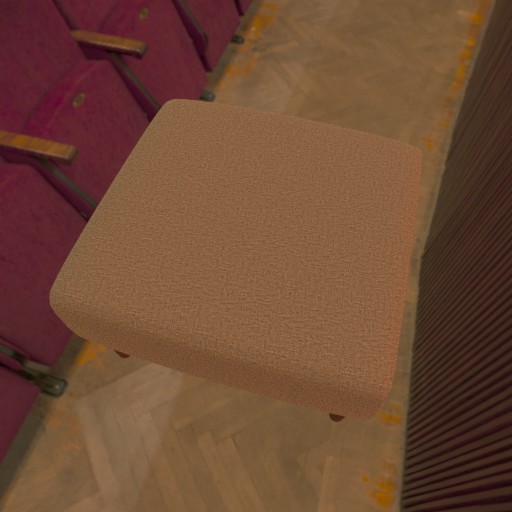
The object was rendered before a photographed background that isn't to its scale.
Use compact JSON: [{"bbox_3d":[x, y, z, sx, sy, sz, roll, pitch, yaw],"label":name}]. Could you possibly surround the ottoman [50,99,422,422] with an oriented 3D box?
[{"bbox_3d":[0.000,0.000,1.069,0.650,0.398,0.649,14,58,9],"label":"ottoman"}]
